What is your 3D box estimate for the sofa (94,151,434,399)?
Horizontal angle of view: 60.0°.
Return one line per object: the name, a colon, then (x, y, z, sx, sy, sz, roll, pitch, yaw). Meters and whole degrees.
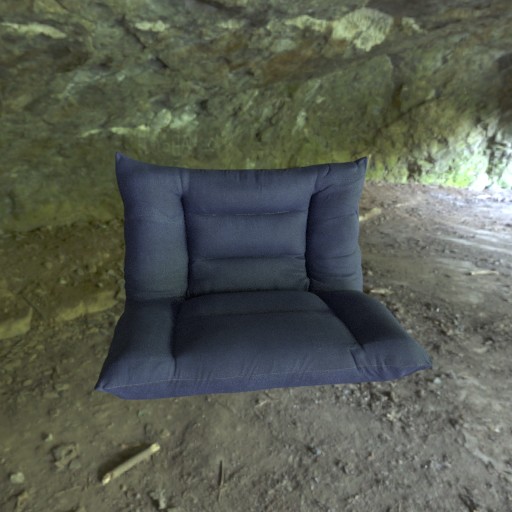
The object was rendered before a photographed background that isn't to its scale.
sofa: (0.000, 0.000, 1.752, 1.122, 0.778, 0.849, -2, 17, -7)
